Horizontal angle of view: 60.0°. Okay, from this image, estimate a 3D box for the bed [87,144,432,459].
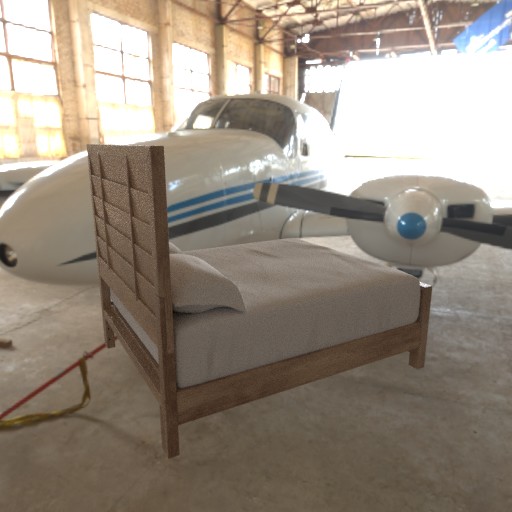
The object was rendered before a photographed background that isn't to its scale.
[{"bbox_3d":[0.000,0.000,3.336,2.017,1.631,1.615,-8,17,-29],"label":"bed"}]
